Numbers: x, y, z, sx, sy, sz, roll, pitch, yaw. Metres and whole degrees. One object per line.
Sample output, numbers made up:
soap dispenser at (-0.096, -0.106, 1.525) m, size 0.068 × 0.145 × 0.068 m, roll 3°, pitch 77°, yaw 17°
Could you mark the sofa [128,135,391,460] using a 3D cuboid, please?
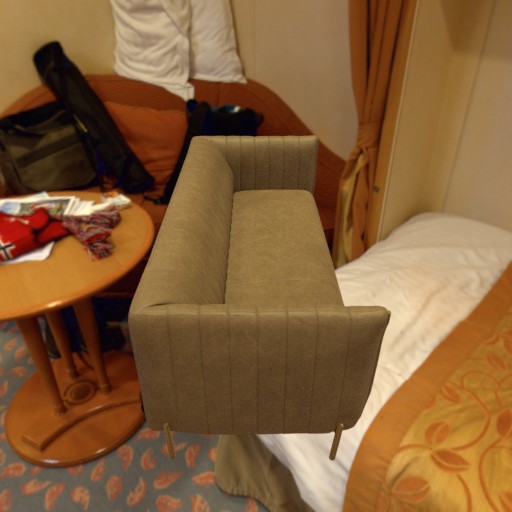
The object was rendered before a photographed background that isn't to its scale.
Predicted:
sofa at (0.000, 0.000, 2.437) m, size 0.876 × 0.779 × 1.980 m, roll 0°, pitch 32°, yaw 0°
